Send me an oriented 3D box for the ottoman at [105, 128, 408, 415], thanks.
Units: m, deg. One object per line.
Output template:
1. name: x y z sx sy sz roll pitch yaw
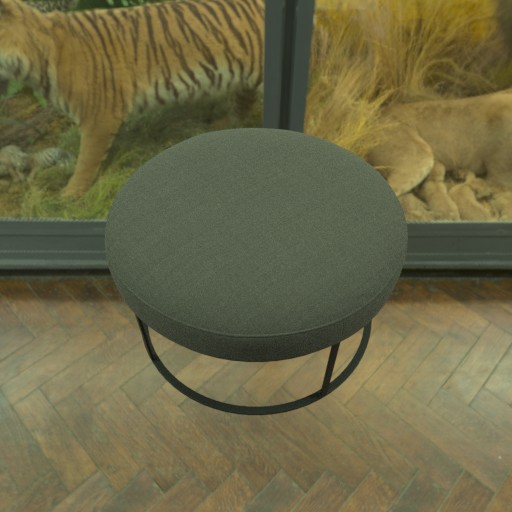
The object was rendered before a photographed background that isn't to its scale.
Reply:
1. ottoman: 0.000 0.000 1.257 0.772 0.460 0.772 0 47 0
